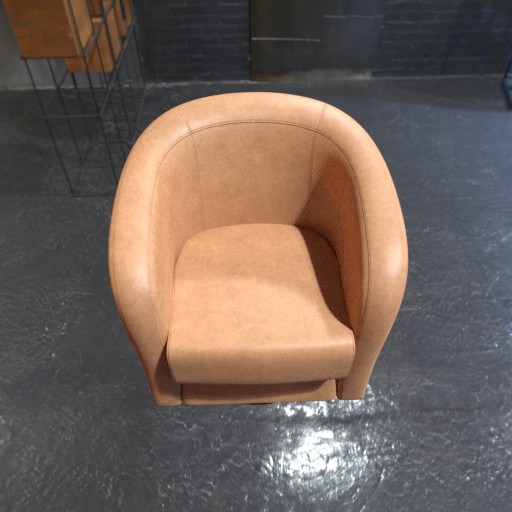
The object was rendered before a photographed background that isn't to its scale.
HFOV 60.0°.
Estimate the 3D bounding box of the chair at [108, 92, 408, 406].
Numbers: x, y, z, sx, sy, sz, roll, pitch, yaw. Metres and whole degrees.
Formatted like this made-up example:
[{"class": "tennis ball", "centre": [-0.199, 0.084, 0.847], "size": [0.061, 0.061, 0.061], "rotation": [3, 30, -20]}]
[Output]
[{"class": "chair", "centre": [0.000, 0.000, 1.465], "size": [0.791, 0.771, 0.815], "rotation": [-1, 45, -1]}]
